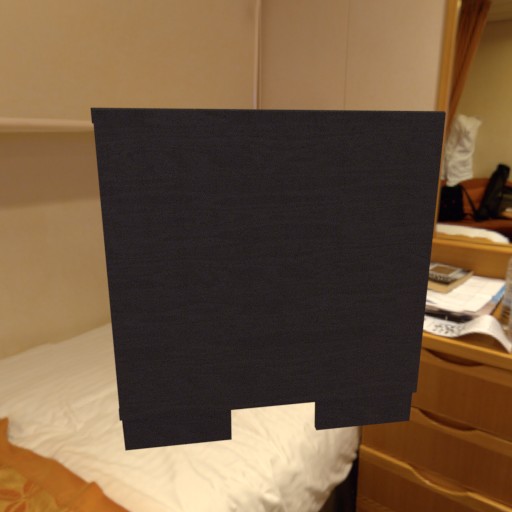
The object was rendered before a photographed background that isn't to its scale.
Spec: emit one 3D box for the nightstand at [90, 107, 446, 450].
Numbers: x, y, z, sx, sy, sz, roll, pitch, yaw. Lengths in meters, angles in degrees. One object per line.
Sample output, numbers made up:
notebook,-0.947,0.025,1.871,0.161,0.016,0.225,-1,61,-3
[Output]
nightstand,0.000,0.000,0.744,0.427,0.448,0.347,-2,15,-9
